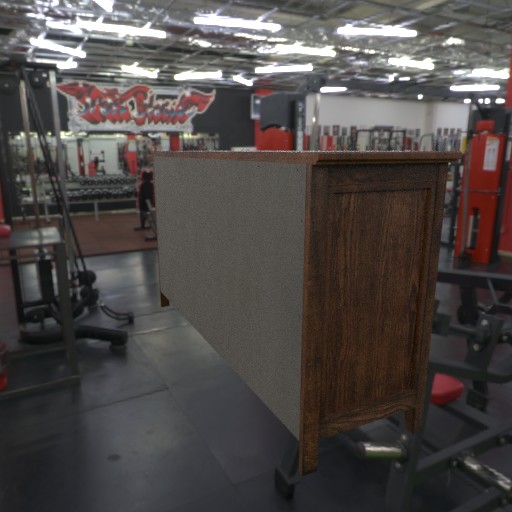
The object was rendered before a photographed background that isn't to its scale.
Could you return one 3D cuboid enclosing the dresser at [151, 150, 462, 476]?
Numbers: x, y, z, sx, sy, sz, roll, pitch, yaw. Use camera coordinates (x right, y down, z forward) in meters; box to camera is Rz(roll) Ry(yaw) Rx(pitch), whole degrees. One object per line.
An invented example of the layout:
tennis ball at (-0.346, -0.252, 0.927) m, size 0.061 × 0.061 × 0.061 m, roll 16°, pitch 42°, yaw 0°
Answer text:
dresser at (0.000, 0.000, 1.853) m, size 0.463 × 0.856 × 1.551 m, roll -7°, pitch 15°, yaw -26°
